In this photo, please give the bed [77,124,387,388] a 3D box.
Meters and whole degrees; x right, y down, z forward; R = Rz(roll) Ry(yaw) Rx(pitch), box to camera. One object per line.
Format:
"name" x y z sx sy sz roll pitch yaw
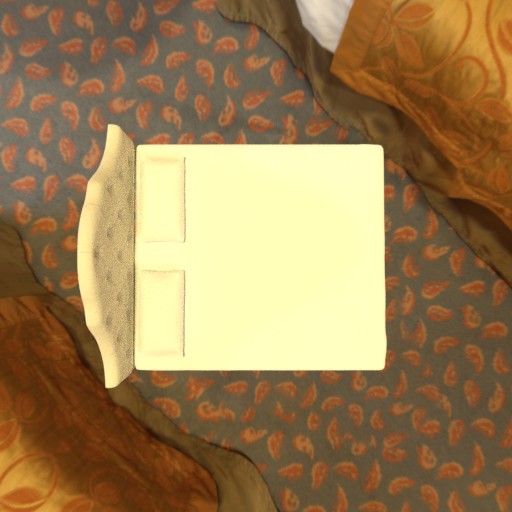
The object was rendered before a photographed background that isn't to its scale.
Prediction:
"bed" 0.000 0.000 3.539 2.214 1.615 2.008 0 88 0
